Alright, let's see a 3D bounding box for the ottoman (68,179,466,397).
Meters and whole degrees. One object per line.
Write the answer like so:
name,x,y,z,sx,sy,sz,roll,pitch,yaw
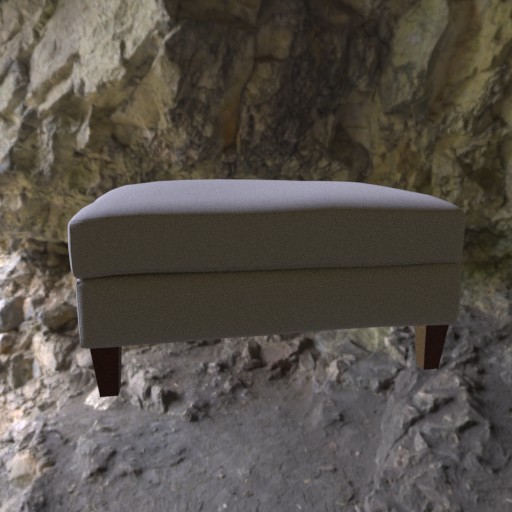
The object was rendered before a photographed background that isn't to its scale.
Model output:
ottoman,0.000,0.000,1.458,0.976,0.492,0.836,-2,14,-9
